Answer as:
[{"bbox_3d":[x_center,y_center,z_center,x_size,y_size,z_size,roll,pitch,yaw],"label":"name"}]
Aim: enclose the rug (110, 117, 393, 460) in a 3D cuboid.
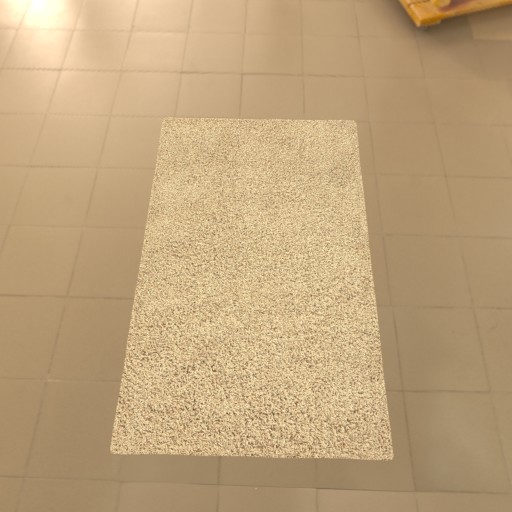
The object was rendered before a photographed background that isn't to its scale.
[{"bbox_3d":[0.000,0.000,2.943,1.524,0.030,2.438,1,62,1],"label":"rug"}]
